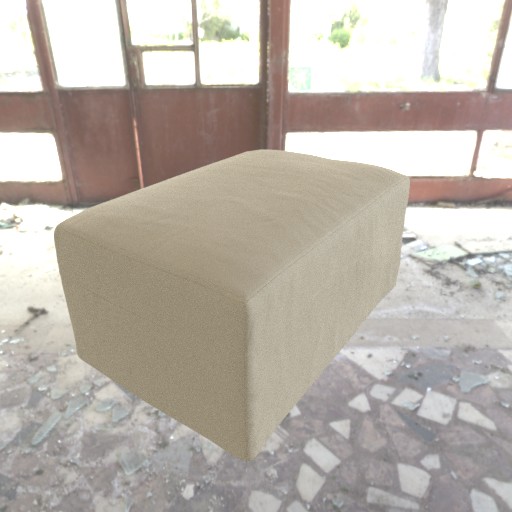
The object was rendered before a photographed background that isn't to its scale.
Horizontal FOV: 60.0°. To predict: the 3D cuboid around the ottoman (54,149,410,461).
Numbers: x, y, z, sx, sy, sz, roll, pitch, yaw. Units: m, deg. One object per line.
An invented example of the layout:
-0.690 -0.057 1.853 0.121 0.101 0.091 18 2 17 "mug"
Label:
0.000 0.000 1.233 0.590 0.444 0.872 18 33 31 "ottoman"
